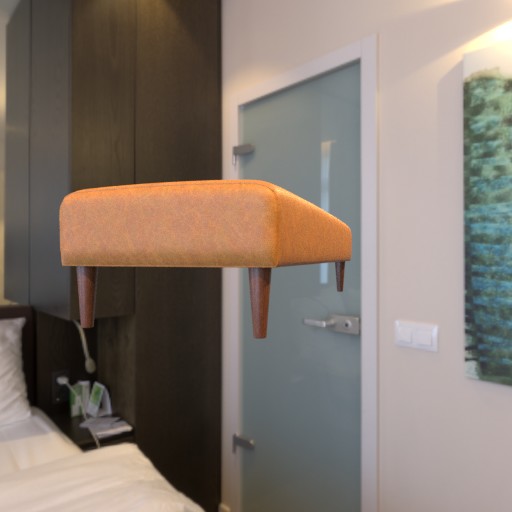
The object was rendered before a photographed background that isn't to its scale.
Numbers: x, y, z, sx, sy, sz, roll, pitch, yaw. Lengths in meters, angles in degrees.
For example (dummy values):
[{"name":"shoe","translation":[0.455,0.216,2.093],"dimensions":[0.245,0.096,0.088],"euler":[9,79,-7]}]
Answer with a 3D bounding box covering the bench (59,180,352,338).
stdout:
[{"name":"bench","translation":[0.000,0.000,1.867],"dimensions":[0.653,0.399,1.610],"euler":[0,0,18]}]
